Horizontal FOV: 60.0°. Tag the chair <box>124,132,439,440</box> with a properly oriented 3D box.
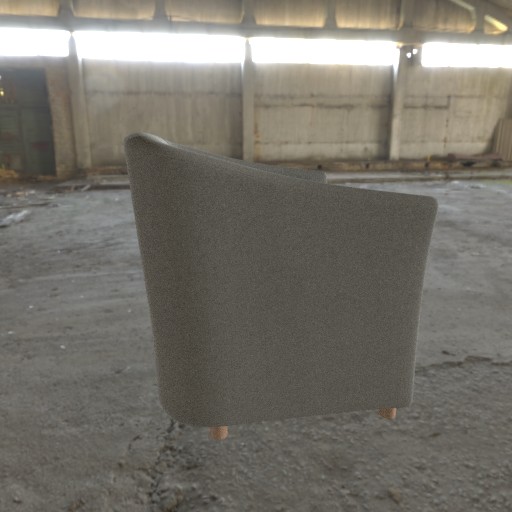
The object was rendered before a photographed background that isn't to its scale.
[{"bbox_3d":[0.000,0.000,1.344,0.700,0.720,0.790,-3,15,-10],"label":"chair"}]
